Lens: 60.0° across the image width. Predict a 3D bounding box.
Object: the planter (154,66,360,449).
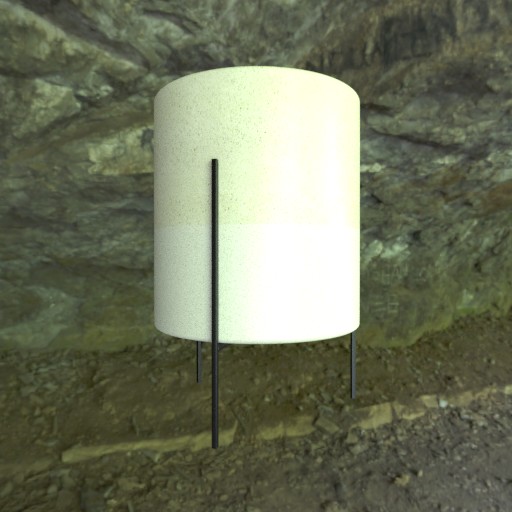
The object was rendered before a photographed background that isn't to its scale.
[{"bbox_3d":[0.000,0.000,0.713,0.324,0.483,0.333,0,0,18],"label":"planter"}]
